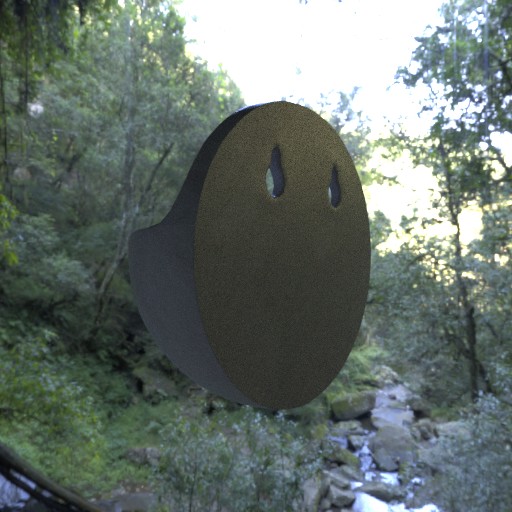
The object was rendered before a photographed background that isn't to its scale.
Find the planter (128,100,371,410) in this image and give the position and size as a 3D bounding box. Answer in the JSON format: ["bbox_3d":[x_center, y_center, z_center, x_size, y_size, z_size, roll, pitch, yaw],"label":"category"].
[{"bbox_3d":[0.000,0.000,0.266,0.073,0.164,0.190,0,1,37],"label":"planter"}]
